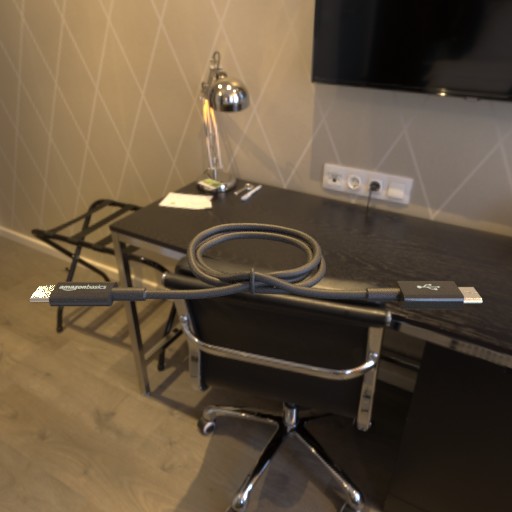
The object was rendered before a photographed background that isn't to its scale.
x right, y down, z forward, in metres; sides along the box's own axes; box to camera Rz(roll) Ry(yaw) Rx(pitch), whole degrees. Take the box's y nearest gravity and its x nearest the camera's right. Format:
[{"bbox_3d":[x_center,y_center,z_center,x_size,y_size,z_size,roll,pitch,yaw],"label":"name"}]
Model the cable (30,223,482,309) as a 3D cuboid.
[{"bbox_3d":[0.000,0.000,0.215,0.192,0.014,0.070,0,30,0],"label":"cable"}]
